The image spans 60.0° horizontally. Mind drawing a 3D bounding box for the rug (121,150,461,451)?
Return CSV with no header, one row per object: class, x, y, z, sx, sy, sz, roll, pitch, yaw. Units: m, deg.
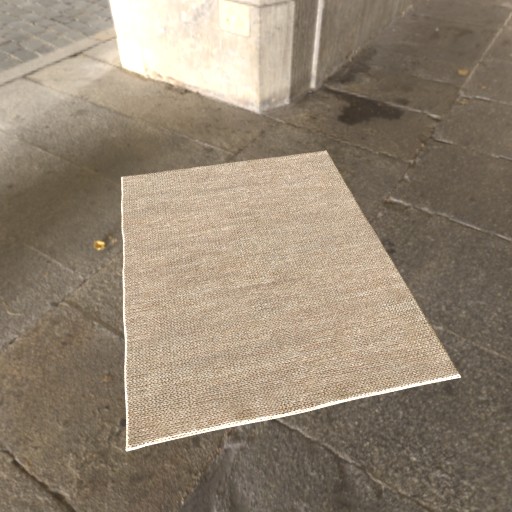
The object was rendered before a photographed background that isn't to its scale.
rug,0.000,0.000,4.104,2.429,0.030,3.052,-9,47,-9
